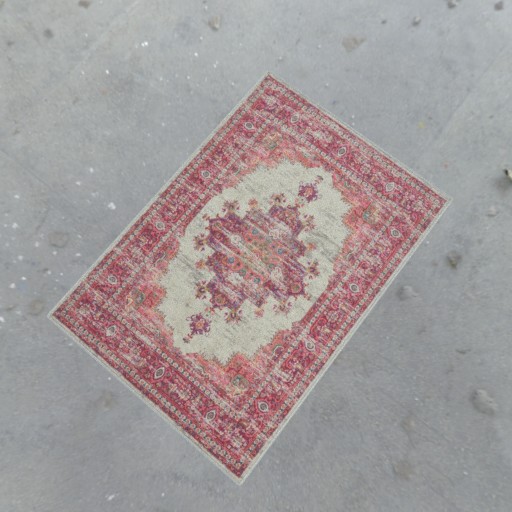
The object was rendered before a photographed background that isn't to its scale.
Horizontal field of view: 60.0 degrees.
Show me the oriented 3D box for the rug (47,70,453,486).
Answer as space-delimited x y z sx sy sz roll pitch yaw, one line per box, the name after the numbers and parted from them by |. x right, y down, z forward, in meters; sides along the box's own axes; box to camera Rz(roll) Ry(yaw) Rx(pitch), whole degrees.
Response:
0.000 0.000 2.224 1.217 0.011 1.747 38 80 8 | rug
